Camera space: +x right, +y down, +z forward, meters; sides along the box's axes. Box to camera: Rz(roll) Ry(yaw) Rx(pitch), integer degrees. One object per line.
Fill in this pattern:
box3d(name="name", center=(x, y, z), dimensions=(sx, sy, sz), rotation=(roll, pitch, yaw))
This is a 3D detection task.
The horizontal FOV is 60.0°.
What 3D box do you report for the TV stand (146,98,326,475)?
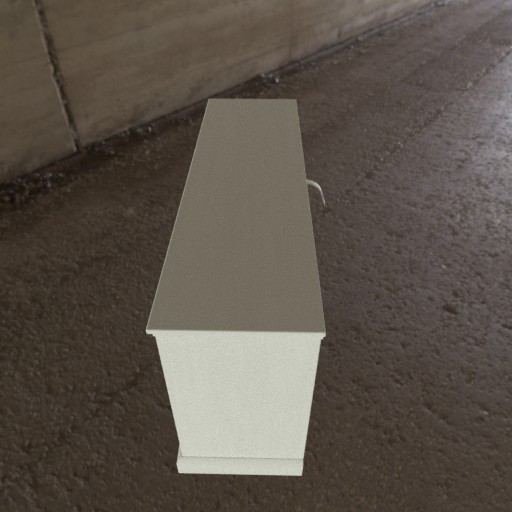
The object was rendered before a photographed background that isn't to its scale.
box3d(name="TV stand", center=(0.000, 0.000, 1.500), dimensions=(0.424, 0.624, 1.187), rotation=(1, 40, 1))
